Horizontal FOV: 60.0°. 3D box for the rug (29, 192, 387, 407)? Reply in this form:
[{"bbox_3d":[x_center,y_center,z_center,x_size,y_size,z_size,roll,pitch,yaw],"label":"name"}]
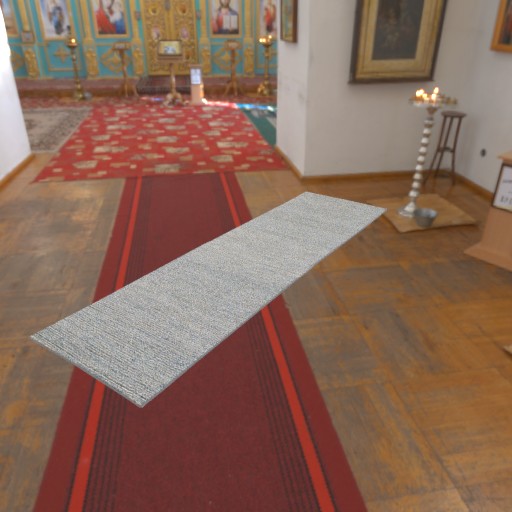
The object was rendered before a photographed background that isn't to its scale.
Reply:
[{"bbox_3d":[0.000,0.000,2.538,0.675,0.037,2.341,18,32,31],"label":"rug"}]
